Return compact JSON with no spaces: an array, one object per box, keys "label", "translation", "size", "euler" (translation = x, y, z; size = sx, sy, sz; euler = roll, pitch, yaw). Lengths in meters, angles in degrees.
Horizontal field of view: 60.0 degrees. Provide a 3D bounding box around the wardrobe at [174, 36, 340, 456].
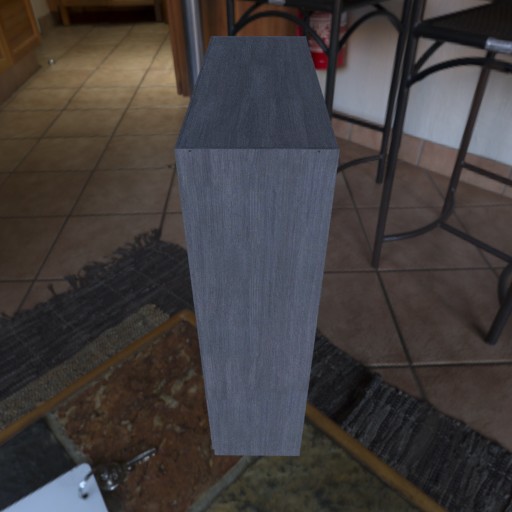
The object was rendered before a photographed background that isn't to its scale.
[{"label":"wardrobe","translation":[0.000,0.000,2.430],"size":[0.510,1.910,1.290],"euler":[0,40,0]}]
